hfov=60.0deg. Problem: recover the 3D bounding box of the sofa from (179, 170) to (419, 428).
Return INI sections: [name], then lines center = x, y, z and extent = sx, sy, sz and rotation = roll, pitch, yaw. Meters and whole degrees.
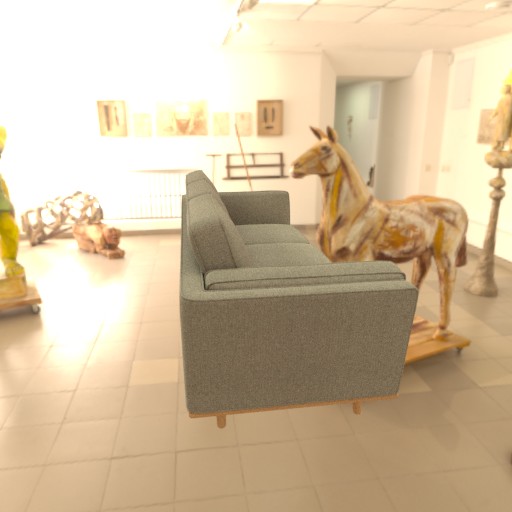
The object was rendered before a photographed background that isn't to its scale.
[sofa]
center = 0.000, 0.000, 2.739
extent = 0.903, 0.899, 2.362
rotation = -3, 17, -9
